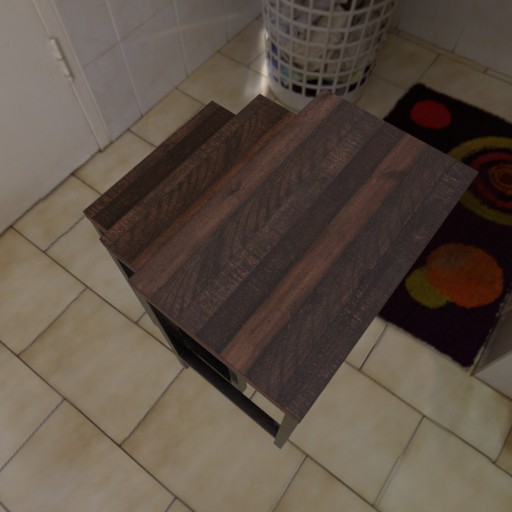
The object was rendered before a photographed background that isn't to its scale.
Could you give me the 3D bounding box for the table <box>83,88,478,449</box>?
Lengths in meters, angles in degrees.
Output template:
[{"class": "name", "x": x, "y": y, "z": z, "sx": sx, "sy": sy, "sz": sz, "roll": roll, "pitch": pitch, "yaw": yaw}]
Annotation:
[{"class": "table", "x": 0.000, "y": 0.000, "z": 1.148, "sx": 0.660, "sy": 0.616, "sz": 0.608, "roll": 35, "pitch": 68, "yaw": 17}]
